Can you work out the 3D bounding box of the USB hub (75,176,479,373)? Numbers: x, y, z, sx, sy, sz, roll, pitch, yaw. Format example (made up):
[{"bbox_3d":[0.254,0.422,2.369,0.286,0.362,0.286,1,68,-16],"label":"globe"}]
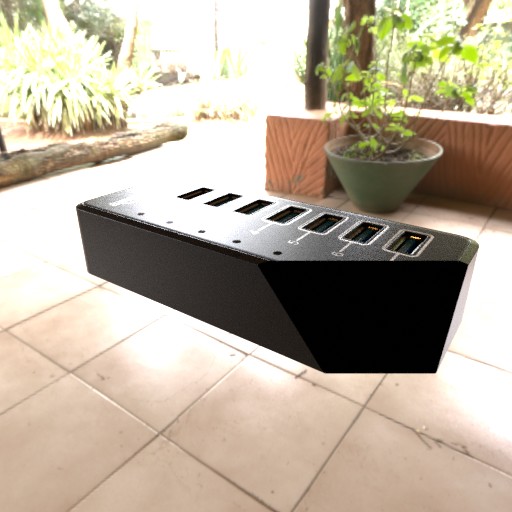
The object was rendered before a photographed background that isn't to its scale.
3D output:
[{"bbox_3d":[0.000,0.000,0.129,0.110,0.023,0.044,17,30,31],"label":"USB hub"}]
